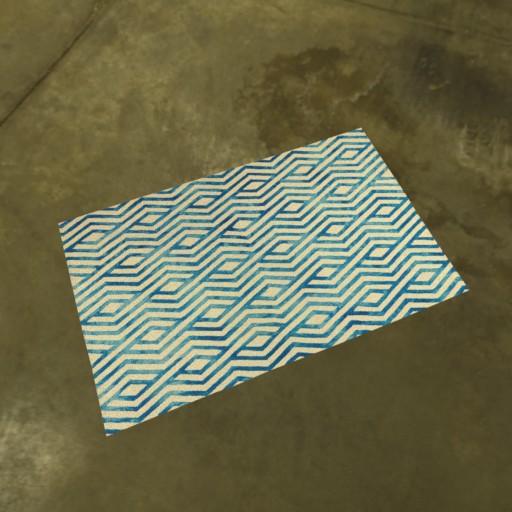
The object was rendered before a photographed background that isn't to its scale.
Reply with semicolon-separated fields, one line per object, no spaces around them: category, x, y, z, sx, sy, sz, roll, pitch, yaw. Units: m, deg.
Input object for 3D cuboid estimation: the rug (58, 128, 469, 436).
rug;0.000;0.000;3.054;2.439;0.008;1.531;-20;65;-10
